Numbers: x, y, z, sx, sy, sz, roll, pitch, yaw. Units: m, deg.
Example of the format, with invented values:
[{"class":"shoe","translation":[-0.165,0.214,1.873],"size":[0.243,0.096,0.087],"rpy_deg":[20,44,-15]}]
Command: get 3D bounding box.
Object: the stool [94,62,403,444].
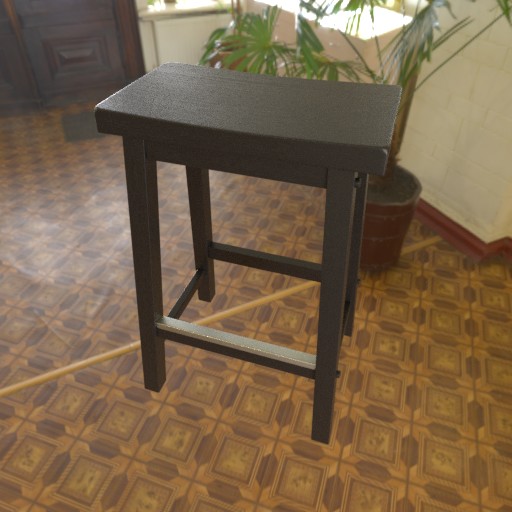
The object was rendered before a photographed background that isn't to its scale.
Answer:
[{"class":"stool","translation":[0.000,0.000,0.844],"size":[0.406,0.610,0.322],"rpy_deg":[12,41,14]}]
